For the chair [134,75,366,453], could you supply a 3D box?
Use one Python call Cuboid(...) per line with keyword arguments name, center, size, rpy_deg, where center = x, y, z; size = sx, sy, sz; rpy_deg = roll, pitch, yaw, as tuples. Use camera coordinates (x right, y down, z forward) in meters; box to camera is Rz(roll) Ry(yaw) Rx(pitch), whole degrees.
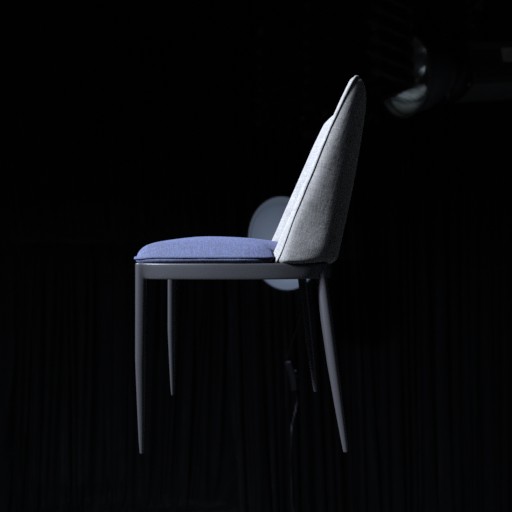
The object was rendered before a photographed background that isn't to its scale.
Cuboid(name="chair", center=(0.000, 0.000, 1.172), size=(0.550, 0.855, 0.488), rpy_deg=(0, 0, -1))
